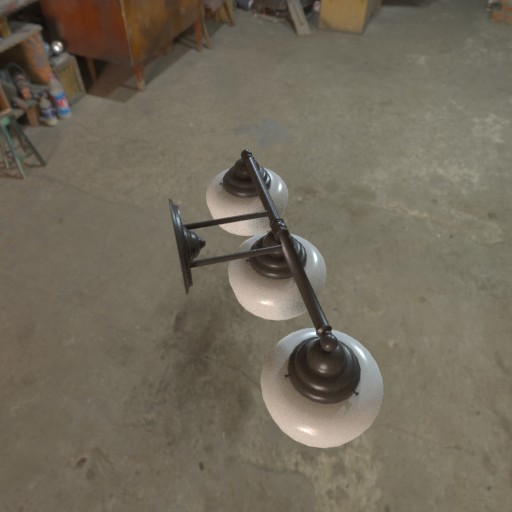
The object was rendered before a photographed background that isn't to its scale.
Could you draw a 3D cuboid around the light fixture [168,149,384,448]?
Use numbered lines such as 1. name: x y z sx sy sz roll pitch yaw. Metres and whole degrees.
1. light fixture: 0.000 0.000 0.707 0.239 0.242 0.587 -11 47 -10
